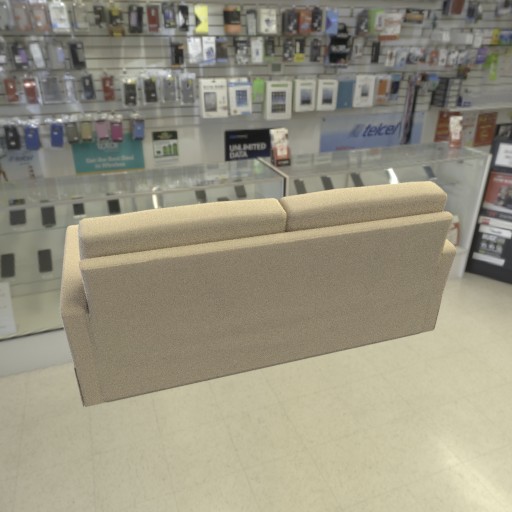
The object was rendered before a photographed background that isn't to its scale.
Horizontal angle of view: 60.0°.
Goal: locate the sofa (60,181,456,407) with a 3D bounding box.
[{"bbox_3d":[0.000,0.000,2.279,1.808,0.831,0.894,-8,27,-16],"label":"sofa"}]
